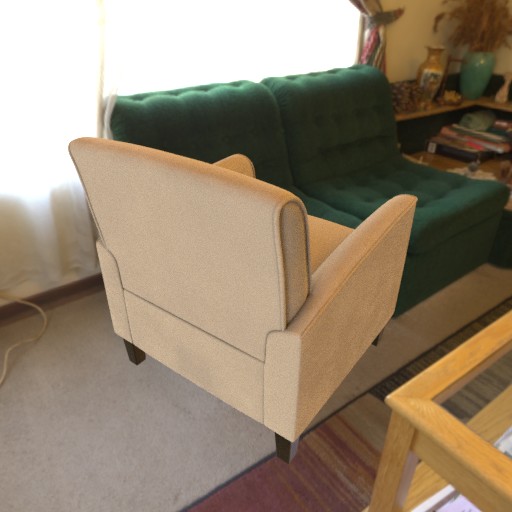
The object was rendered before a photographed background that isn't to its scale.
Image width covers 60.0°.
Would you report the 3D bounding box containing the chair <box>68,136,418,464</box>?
[{"bbox_3d":[0.000,0.000,1.558,0.820,0.915,0.821,21,37,31],"label":"chair"}]
